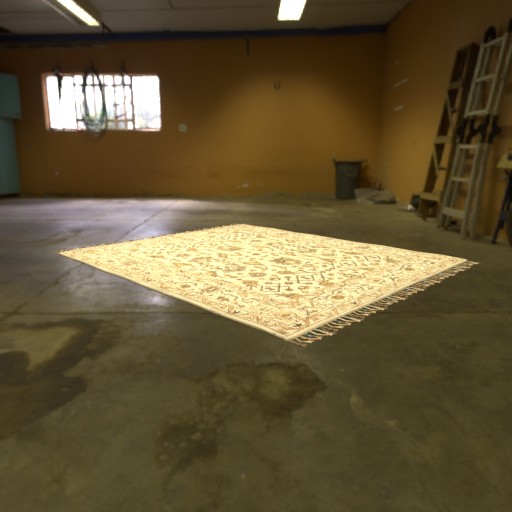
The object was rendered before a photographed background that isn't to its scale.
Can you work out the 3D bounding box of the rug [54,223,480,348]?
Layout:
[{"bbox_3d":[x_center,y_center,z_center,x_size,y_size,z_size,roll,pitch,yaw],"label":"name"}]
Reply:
[{"bbox_3d":[0.000,0.000,4.021,3.061,0.034,2.426,13,18,43],"label":"rug"}]
